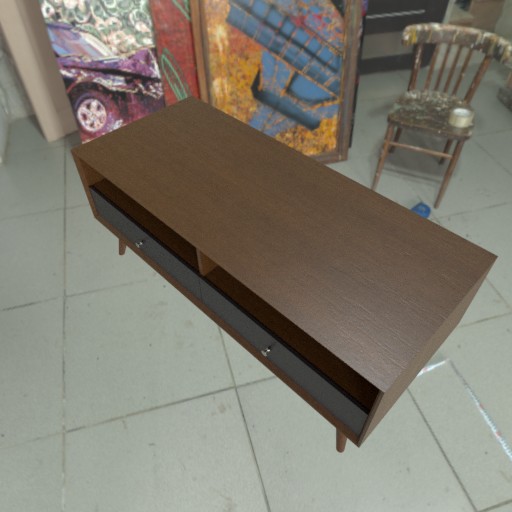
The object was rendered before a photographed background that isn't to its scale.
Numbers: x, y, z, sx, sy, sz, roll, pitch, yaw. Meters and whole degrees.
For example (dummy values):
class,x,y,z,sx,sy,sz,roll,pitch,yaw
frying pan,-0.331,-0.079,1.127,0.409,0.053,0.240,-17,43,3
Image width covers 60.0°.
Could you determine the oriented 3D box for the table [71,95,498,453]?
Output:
class,x,y,z,sx,sy,sz,roll,pitch,yaw
table,0.000,0.000,1.362,1.119,0.464,0.490,36,56,29
